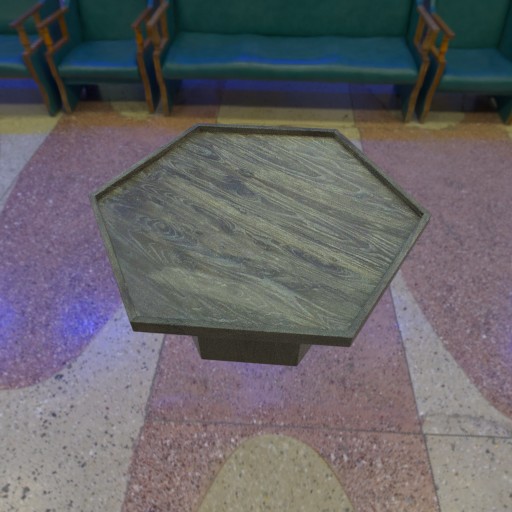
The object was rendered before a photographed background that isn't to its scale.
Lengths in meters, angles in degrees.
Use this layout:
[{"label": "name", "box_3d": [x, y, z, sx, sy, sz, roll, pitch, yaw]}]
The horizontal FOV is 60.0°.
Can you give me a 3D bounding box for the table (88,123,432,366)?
[{"label": "table", "box_3d": [0.000, 0.000, 1.610, 1.115, 0.488, 0.966, 4, 47, 3]}]
